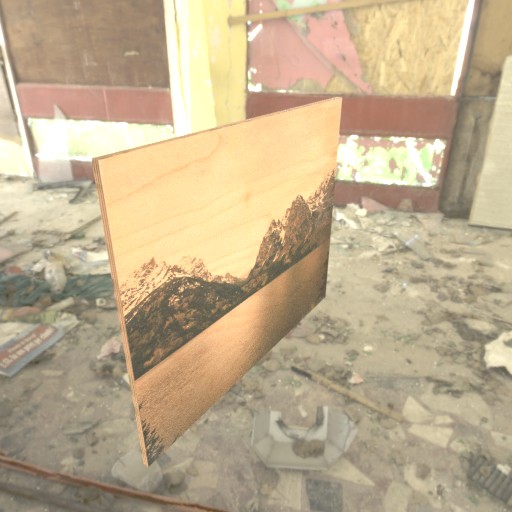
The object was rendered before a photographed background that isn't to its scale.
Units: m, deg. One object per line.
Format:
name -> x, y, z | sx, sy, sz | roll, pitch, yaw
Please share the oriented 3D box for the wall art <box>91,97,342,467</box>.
wall art -> 0.000, 0.000, 0.677 | 0.010, 0.408, 0.508 | 18, 32, 31
